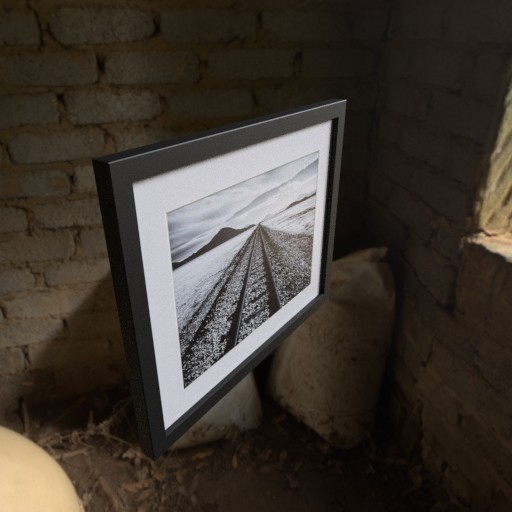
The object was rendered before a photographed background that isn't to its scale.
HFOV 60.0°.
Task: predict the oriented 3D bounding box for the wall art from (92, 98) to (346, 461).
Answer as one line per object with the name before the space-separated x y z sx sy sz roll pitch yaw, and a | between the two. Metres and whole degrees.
wall art | 0.000 0.000 0.771 0.029 0.458 0.559 18 33 32
